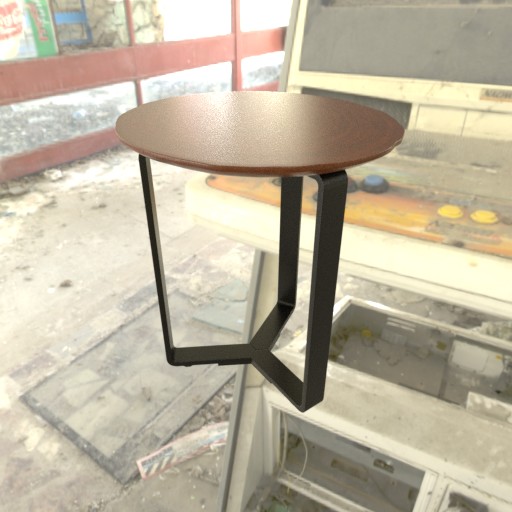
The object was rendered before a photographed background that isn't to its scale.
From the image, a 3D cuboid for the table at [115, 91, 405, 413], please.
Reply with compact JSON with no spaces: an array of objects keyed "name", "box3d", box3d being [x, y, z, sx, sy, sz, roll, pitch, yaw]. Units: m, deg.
[{"name":"table","box3d":[0.000,0.000,0.739,0.380,0.450,0.410,-20,36,-30]}]
